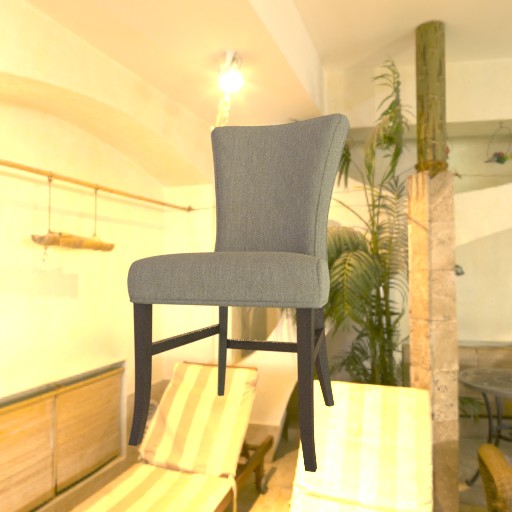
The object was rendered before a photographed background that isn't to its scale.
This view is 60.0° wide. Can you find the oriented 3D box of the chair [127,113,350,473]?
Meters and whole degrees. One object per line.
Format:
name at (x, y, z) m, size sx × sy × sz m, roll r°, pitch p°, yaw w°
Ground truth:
chair at (0.000, 0.000, 1.373) m, size 0.520 × 0.991 × 0.660 m, roll -1°, pitch -2°, yaw 19°
